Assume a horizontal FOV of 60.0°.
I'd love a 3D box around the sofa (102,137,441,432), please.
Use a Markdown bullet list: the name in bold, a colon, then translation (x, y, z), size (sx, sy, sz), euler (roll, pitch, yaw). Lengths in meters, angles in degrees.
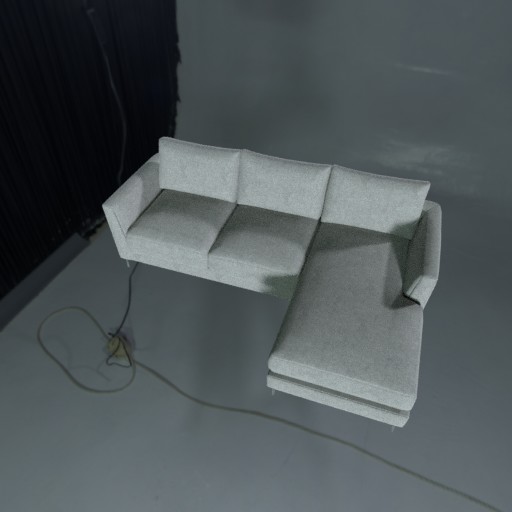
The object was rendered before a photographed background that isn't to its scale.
- **sofa**: translation (0.000, 0.000, 3.206), size (2.438, 0.864, 1.626), euler (13, 44, 14)
